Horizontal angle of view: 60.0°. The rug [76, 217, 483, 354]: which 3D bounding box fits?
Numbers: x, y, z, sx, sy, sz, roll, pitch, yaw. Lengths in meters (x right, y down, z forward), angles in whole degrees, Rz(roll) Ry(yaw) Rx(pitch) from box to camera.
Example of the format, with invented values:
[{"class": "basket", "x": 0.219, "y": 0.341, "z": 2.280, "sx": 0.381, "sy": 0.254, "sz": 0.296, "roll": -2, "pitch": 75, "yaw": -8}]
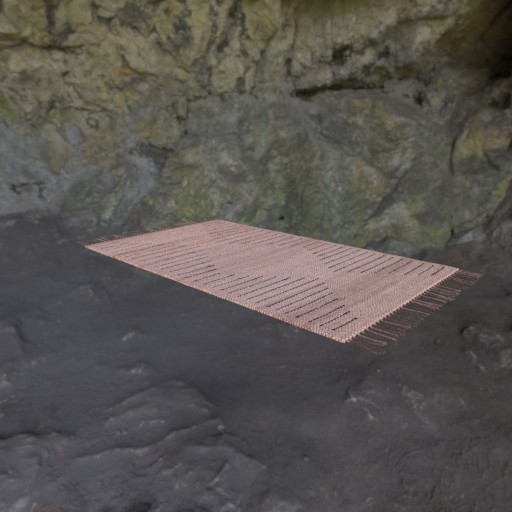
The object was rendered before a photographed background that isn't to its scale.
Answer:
[{"class": "rug", "x": 0.000, "y": 0.000, "z": 2.023, "sx": 1.718, "sy": 0.017, "sz": 0.905, "roll": 15, "pitch": 22, "yaw": 41}]
